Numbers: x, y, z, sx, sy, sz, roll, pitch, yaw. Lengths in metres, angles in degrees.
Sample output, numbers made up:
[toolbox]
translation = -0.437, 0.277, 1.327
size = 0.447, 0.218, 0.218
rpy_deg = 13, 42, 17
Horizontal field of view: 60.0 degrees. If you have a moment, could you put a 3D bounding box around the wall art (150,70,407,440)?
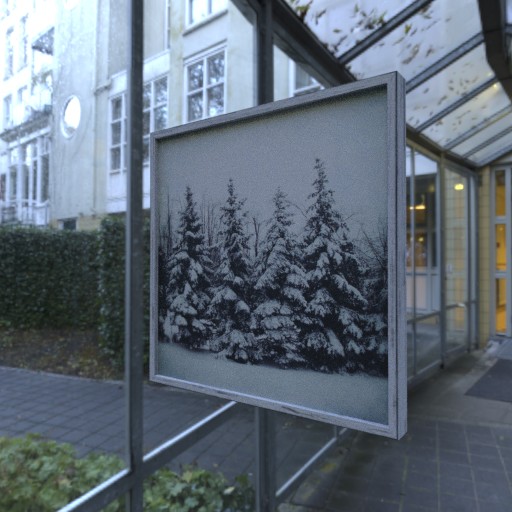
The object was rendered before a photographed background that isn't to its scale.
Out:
[wall art]
translation = 0.000, 0.000, 0.769
size = 0.506, 0.506, 0.038
rpy_deg = 0, -1, 36
